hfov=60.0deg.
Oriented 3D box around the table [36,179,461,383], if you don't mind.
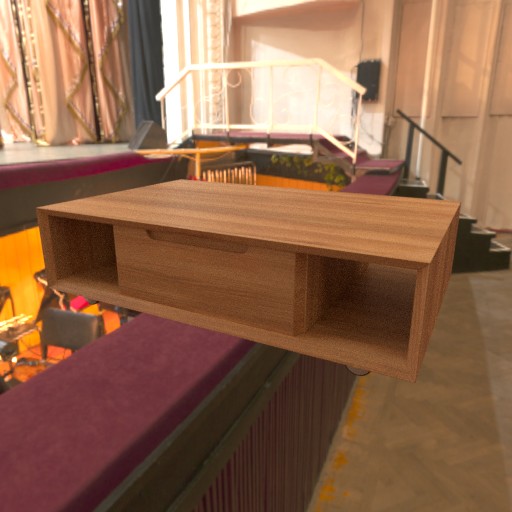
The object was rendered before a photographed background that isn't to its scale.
[{"bbox_3d":[0.000,0.000,1.406,1.100,0.330,0.700,9,20,27],"label":"table"}]
